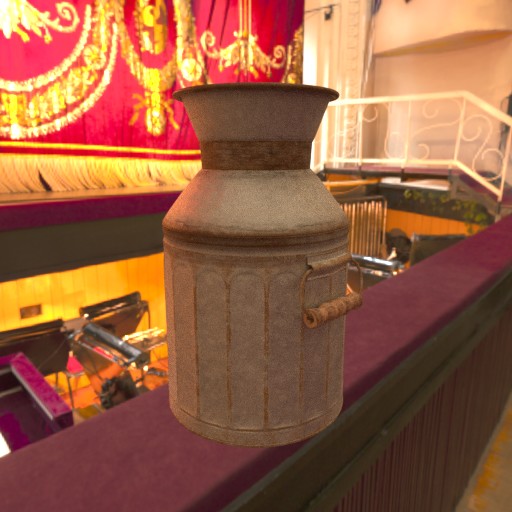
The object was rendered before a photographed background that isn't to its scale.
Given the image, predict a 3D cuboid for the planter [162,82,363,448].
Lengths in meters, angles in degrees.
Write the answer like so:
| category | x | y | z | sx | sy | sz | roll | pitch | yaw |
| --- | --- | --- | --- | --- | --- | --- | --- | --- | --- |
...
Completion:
| category | x | y | z | sx | sy | sz | roll | pitch | yaw |
| --- | --- | --- | --- | --- | --- | --- | --- | --- | --- |
| planter | 0.000 | 0.000 | 0.518 | 0.248 | 0.358 | 0.215 | 13 | 18 | 43 |
